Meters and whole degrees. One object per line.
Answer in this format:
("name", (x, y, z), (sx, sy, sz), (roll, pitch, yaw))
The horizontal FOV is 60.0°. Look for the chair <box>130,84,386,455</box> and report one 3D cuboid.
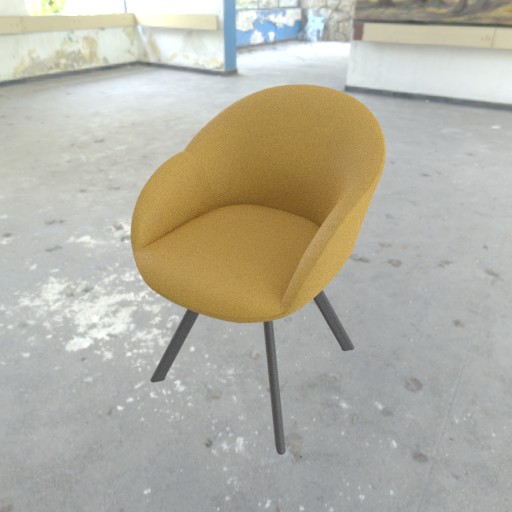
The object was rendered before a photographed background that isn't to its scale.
("chair", (0.000, 0.000, 1.197), (0.551, 0.793, 0.583), (18, 35, 28))
